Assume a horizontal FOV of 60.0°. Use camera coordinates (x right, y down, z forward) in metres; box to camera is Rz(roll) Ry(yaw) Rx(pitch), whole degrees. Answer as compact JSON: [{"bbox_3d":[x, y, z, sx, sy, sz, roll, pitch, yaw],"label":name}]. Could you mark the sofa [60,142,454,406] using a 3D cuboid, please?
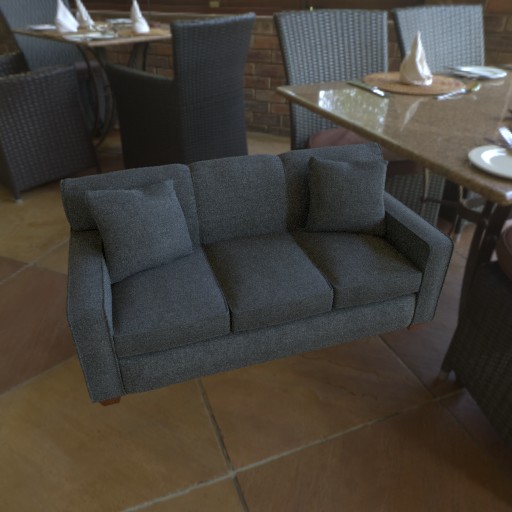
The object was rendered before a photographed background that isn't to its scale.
[{"bbox_3d":[0.000,0.000,2.605,2.024,0.958,0.997,-10,34,-15],"label":"sofa"}]
